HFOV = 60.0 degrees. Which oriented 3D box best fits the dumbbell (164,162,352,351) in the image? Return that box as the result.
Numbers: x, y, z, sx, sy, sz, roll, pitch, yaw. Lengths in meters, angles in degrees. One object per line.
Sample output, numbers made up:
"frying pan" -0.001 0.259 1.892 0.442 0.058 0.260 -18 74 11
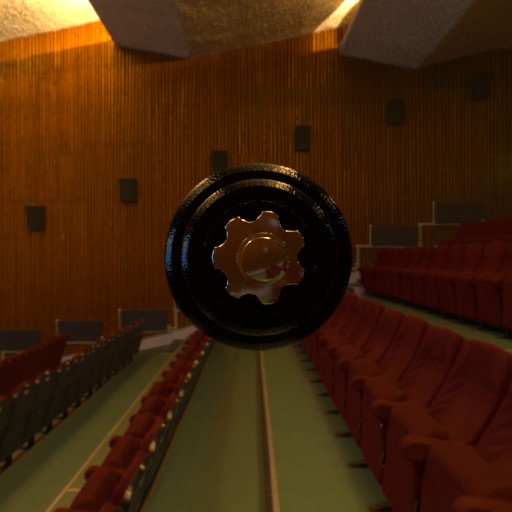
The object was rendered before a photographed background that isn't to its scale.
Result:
"dumbbell" 0.000 0.000 0.593 0.202 0.202 0.497 0 1 -1
